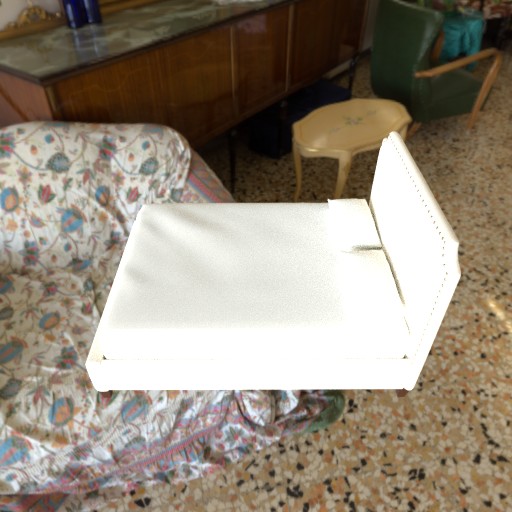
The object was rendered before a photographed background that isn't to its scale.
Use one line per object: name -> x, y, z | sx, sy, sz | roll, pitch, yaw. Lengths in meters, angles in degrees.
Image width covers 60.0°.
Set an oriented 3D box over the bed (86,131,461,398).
bed -> 0.000, 0.000, 3.509 | 2.365, 1.443, 1.712 | 0, 41, 0
